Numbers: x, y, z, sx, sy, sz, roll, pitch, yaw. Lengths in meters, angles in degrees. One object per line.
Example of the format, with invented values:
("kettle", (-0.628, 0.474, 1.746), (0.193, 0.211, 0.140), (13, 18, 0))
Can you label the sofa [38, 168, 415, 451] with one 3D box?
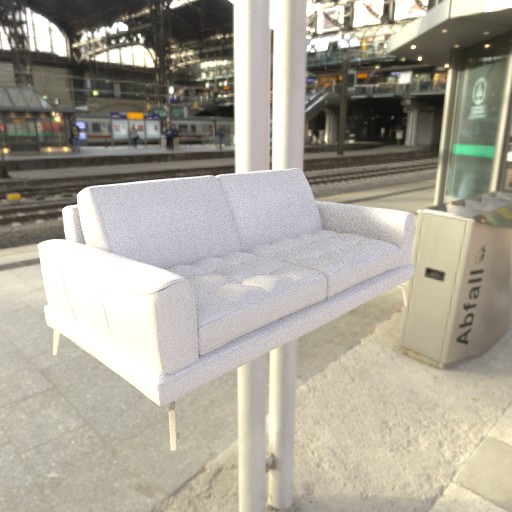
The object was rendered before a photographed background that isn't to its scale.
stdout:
("sofa", (0.000, 0.000, 2.682), (1.121, 0.930, 2.177), (14, 21, 42))
